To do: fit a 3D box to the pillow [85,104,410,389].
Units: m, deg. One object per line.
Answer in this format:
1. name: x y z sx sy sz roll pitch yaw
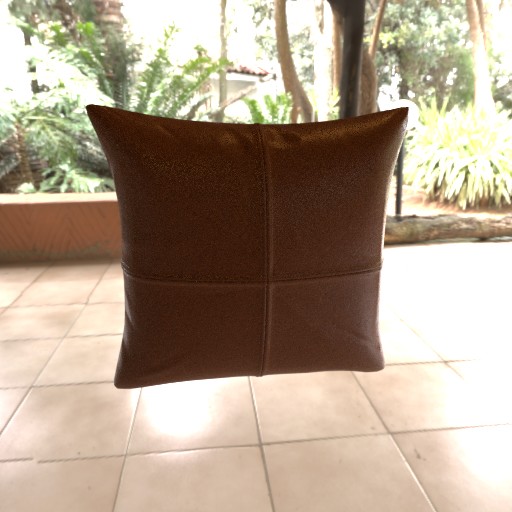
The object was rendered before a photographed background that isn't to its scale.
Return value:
1. pillow: 0.000 0.000 0.737 0.501 0.477 0.192 -2 17 -7
